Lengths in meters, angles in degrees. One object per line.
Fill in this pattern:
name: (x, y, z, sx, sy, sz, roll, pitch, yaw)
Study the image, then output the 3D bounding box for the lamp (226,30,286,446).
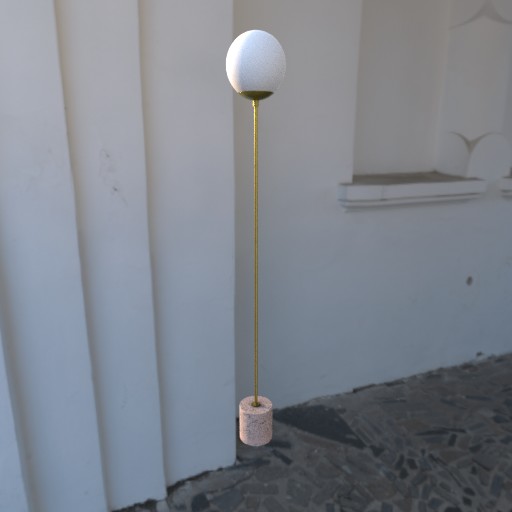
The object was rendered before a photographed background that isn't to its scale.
lamp: (0.000, 0.000, 1.881, 0.229, 1.748, 0.229, -2, 14, -9)
